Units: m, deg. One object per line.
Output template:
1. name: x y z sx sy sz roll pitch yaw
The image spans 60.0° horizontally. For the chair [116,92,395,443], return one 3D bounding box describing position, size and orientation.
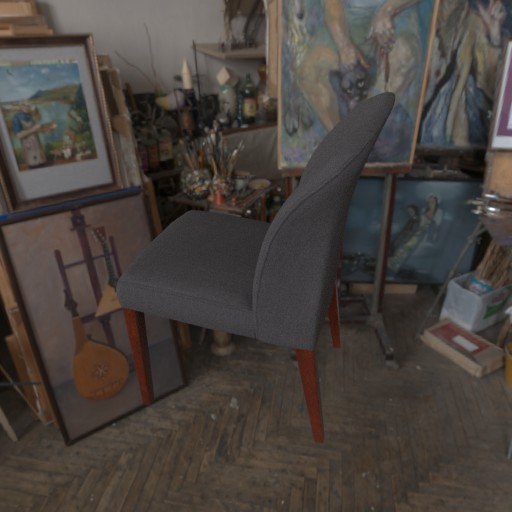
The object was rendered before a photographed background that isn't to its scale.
1. chair: 0.000 0.000 1.233 0.619 0.879 0.506 8 30 14
